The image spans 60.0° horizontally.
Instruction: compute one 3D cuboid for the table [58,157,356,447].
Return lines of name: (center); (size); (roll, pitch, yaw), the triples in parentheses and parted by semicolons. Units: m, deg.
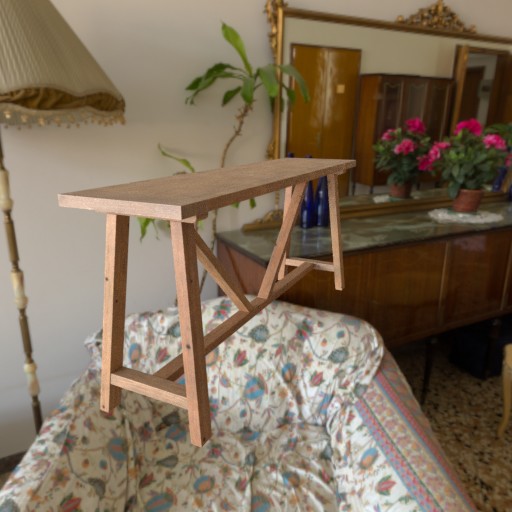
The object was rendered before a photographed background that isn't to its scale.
table: (0.000, 0.000, 2.154); (0.465, 0.810, 1.800); (8, 18, 26)
